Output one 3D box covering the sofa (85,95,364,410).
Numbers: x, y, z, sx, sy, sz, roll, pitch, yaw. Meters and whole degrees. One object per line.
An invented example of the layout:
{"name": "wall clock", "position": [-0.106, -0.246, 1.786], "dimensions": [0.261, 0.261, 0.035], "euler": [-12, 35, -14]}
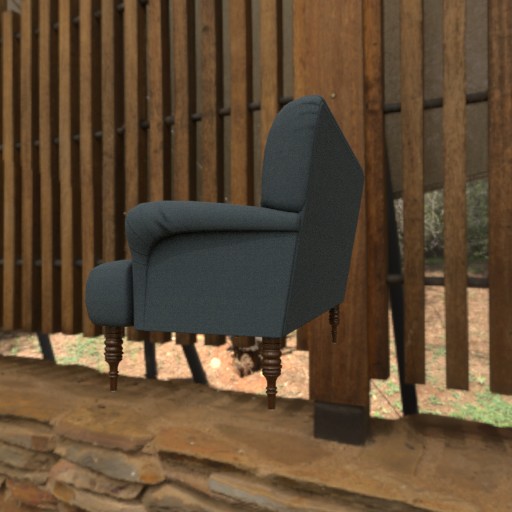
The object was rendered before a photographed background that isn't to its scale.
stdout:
{"name": "sofa", "position": [0.000, 0.000, 1.856], "dimensions": [0.779, 0.889, 1.297], "euler": [0, -1, 19]}
